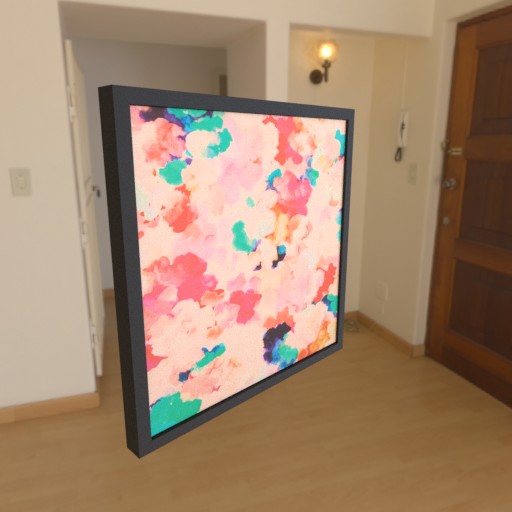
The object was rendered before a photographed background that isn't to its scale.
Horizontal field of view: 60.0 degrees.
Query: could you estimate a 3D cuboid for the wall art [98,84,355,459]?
[{"bbox_3d":[0.000,0.000,0.759,0.506,0.503,0.036,-13,19,-43],"label":"wall art"}]
